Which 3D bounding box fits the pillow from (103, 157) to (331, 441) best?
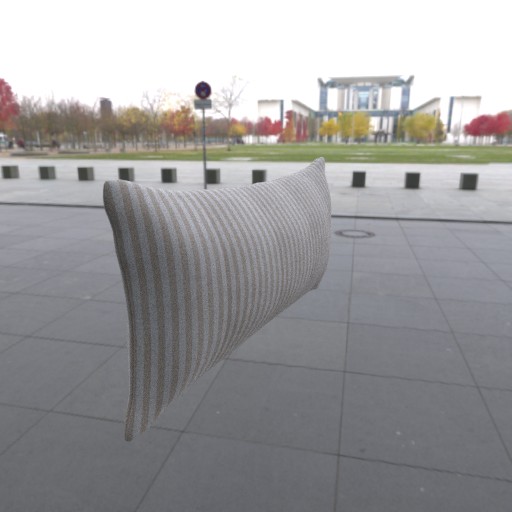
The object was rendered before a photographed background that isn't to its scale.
[{"bbox_3d":[0.000,0.000,0.723,0.151,0.295,0.617,8,17,27],"label":"pillow"}]
